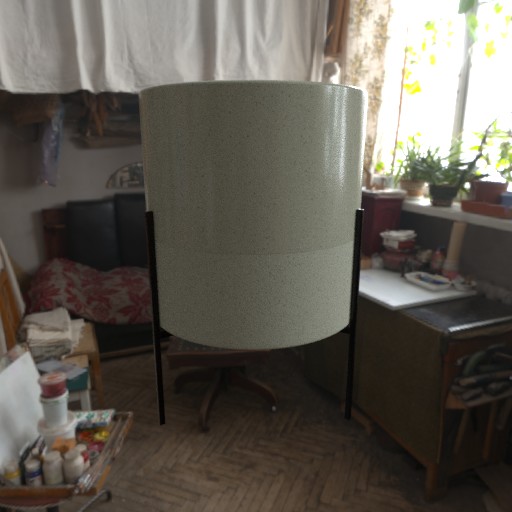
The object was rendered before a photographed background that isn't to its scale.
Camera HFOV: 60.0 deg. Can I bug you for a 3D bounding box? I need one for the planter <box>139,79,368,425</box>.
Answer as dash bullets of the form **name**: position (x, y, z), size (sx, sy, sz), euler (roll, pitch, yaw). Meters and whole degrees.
- **planter**: position (0.000, 0.000, 0.685), size (0.323, 0.475, 0.314), euler (8, 17, 26)
